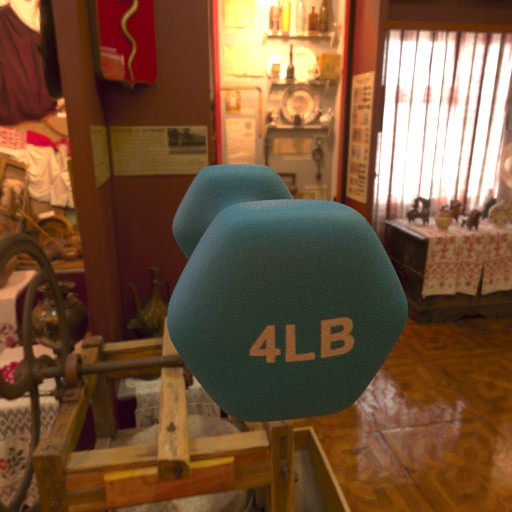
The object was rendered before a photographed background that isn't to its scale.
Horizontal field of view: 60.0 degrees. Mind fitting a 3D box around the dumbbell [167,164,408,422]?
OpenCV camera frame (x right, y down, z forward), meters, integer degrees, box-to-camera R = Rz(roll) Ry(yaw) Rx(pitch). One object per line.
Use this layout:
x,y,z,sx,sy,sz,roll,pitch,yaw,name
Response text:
0.000,0.000,0.190,0.074,0.066,0.152,-3,17,-8,dumbbell
